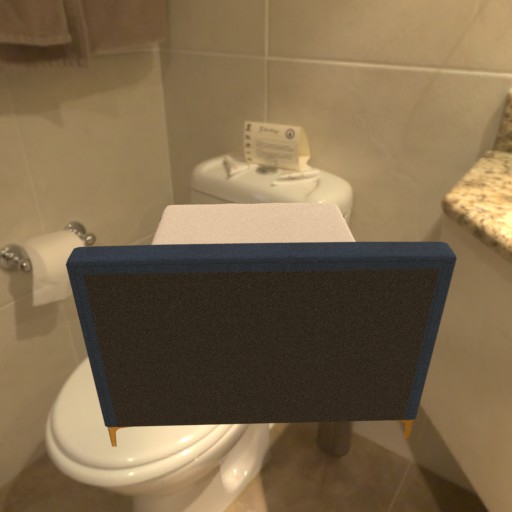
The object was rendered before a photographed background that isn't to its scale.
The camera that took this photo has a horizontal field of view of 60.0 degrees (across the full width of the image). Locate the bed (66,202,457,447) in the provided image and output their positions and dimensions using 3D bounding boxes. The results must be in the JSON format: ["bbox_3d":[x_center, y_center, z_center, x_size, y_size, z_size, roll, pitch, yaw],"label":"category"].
[{"bbox_3d":[0.000,0.000,3.139,1.723,1.231,2.172,-1,29,-2],"label":"bed"}]
